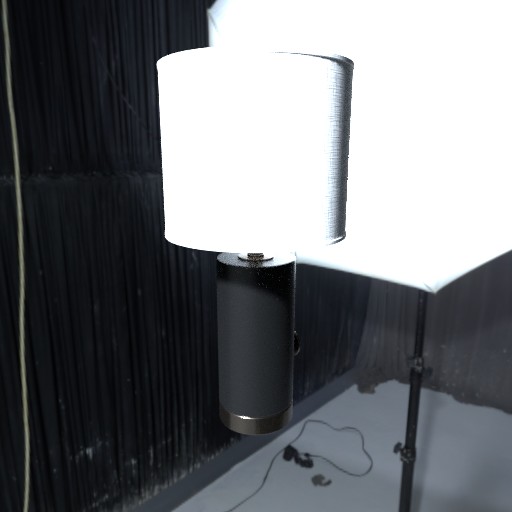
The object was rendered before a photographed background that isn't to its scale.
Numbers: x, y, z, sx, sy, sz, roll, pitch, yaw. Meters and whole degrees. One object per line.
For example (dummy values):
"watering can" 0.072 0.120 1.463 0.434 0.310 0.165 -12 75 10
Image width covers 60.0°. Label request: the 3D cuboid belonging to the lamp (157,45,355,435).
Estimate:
"lamp" 0.000 0.000 0.607 0.241 0.482 0.240 13 18 43
